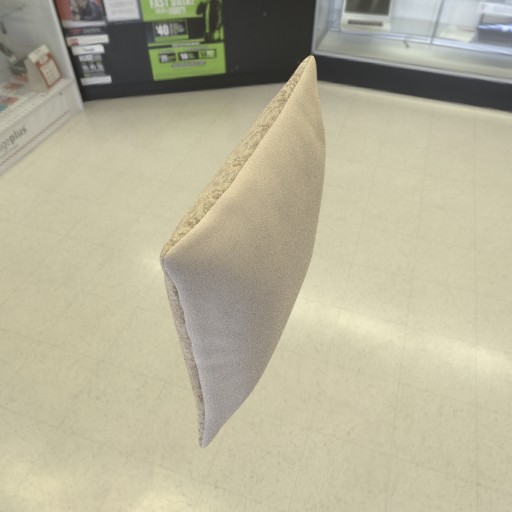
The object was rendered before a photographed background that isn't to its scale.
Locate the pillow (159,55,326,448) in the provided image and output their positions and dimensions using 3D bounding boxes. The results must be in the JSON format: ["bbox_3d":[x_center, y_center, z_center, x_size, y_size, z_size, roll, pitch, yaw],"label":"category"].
[{"bbox_3d":[0.000,0.000,0.781,0.166,0.510,0.523,16,48,14],"label":"pillow"}]
